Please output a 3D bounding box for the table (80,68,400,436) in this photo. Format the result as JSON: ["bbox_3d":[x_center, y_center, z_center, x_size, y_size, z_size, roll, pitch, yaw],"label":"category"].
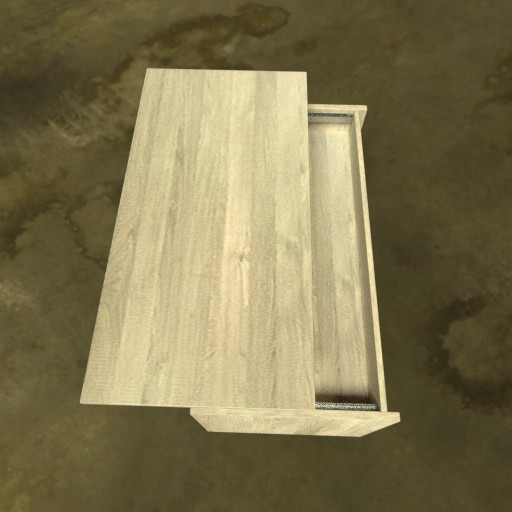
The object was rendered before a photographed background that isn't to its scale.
[{"bbox_3d":[0.000,0.000,1.406,0.712,0.570,1.000,2,64,1],"label":"table"}]
